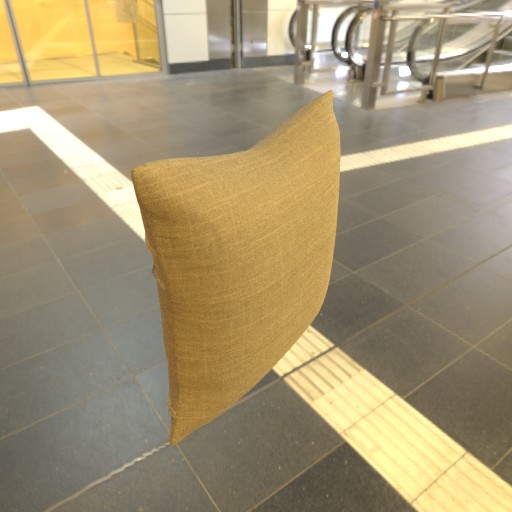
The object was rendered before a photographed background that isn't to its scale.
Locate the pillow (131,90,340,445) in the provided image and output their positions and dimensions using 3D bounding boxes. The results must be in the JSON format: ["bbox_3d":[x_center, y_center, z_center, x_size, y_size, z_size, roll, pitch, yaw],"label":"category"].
[{"bbox_3d":[0.000,0.000,0.650,0.169,0.400,0.424,20,37,29],"label":"pillow"}]
